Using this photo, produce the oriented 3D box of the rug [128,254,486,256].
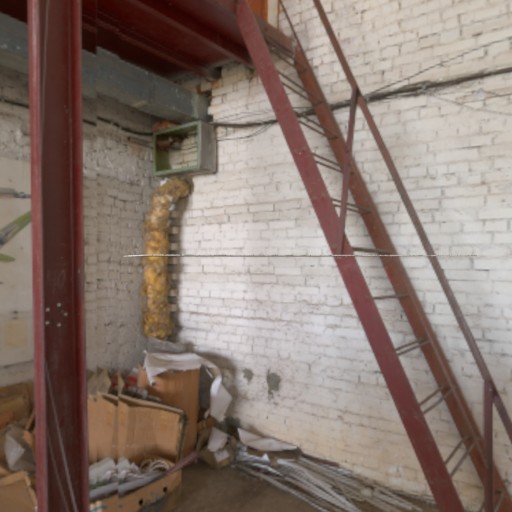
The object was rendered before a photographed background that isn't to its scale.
[{"bbox_3d":[0.000,0.000,2.171,1.190,0.003,1.634,0,0,-18],"label":"rug"}]
